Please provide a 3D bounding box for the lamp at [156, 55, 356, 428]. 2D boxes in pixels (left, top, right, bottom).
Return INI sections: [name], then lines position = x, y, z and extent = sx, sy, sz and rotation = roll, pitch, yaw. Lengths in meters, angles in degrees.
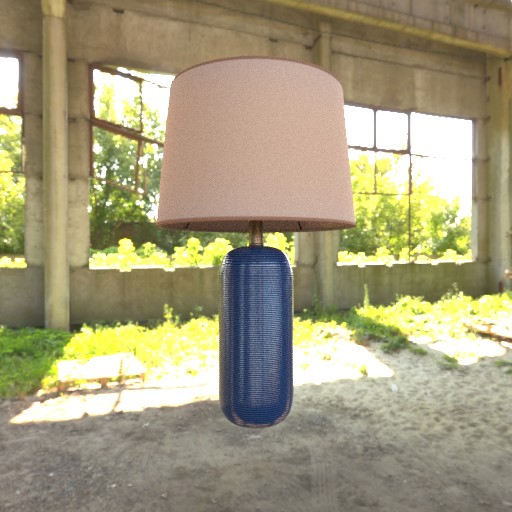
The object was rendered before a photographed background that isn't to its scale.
[lamp]
position = 0.000, 0.000, 0.833
extent = 0.367, 0.609, 0.367
rotation = 0, 0, 0
